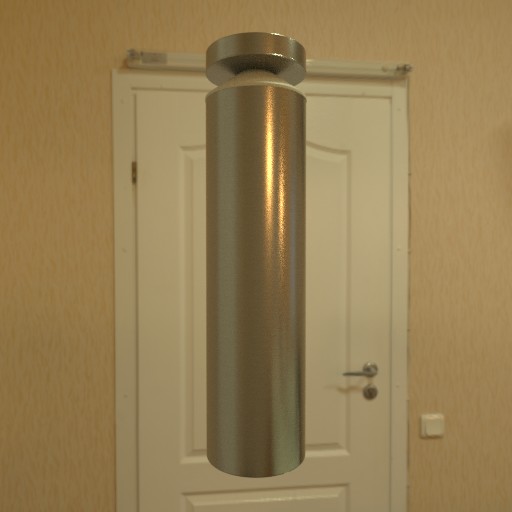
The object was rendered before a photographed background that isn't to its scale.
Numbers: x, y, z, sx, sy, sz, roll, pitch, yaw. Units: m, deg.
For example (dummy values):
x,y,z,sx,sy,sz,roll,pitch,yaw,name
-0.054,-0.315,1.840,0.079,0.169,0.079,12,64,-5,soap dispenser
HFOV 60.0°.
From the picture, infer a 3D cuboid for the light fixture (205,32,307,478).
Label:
x,y,z,sx,sy,sz,roll,pitch,yaw,name
0.000,0.000,0.448,0.102,0.400,0.102,-1,2,-35,light fixture
